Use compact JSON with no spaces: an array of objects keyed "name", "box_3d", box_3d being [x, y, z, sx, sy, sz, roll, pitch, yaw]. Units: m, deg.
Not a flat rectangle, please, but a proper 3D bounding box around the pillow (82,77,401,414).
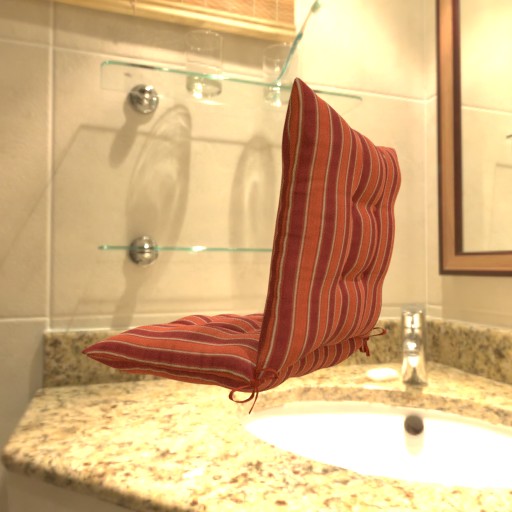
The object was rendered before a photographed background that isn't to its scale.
[{"name":"pillow","box_3d":[0.000,0.000,1.019,0.585,0.536,0.541,-1,-1,34]}]
